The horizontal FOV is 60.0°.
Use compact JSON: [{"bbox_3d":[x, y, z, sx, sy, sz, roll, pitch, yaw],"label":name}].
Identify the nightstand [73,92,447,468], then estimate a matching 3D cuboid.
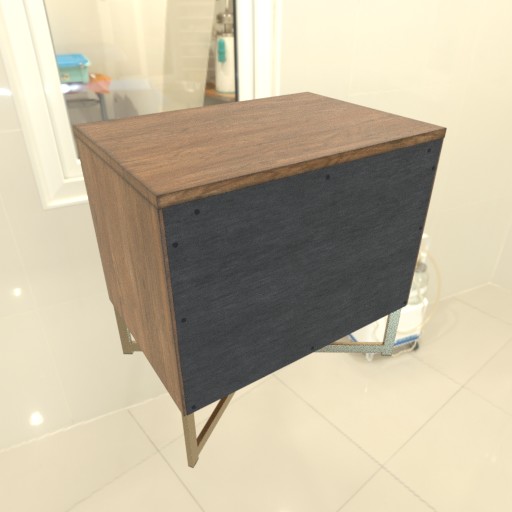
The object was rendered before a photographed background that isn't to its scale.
[{"bbox_3d":[0.000,0.000,1.045,0.610,0.610,0.446,-19,36,-28],"label":"nightstand"}]
